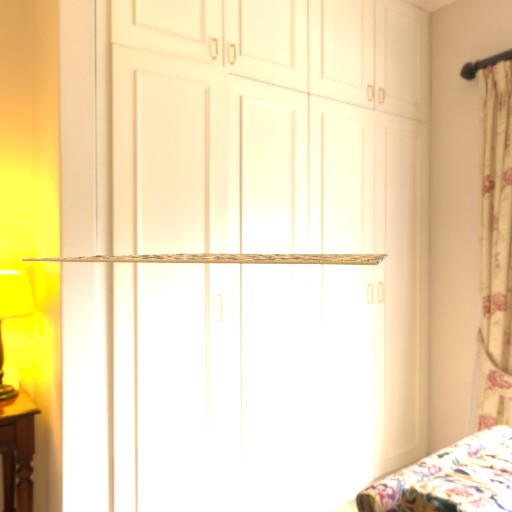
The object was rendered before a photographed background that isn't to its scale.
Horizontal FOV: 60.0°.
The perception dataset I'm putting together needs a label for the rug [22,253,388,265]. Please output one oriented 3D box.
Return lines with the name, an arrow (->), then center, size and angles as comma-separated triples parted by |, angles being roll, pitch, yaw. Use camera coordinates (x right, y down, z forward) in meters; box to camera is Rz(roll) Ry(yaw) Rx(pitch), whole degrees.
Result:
rug -> 0.000, 0.000, 4.336 | 2.444, 0.036, 3.369 | 0, 1, 17
